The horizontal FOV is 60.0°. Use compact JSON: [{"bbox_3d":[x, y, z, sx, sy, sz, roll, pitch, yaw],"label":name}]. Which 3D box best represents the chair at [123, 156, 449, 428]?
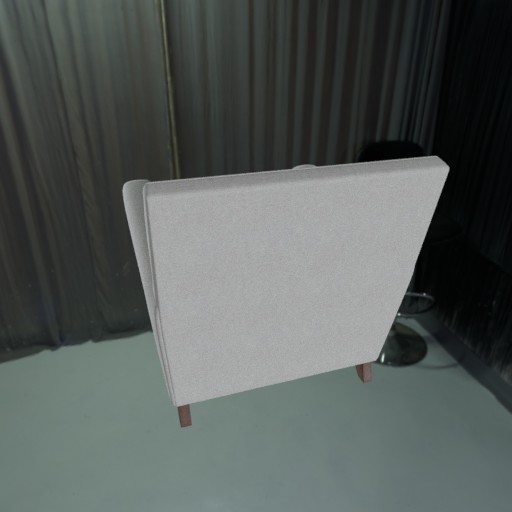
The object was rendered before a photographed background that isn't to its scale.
[{"bbox_3d":[0.000,0.000,1.579,0.840,0.846,0.871,-8,28,-16],"label":"chair"}]
